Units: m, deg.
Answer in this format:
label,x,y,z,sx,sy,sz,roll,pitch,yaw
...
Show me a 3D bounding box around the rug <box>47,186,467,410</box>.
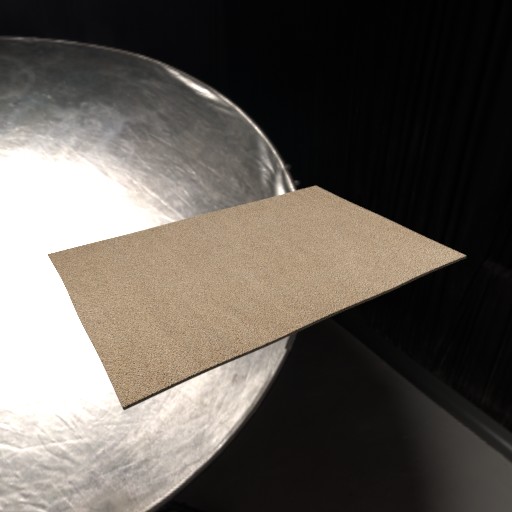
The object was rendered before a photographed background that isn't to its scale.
label,x,y,z,sx,sy,sz,roll,pitch,yaw
rug,0.000,0.000,3.427,2.699,0.025,1.800,-18,34,-28
